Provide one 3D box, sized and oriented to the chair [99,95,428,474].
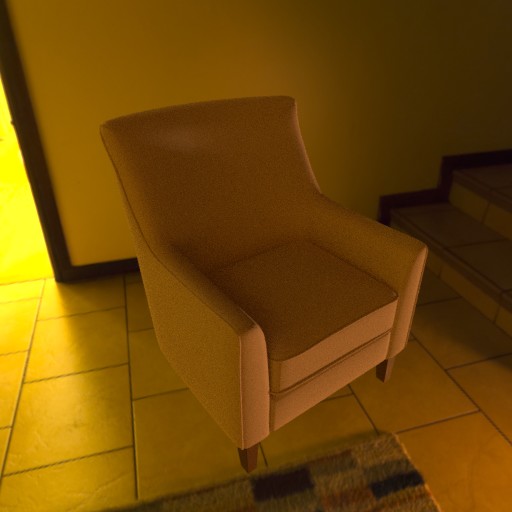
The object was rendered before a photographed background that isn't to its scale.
[{"bbox_3d":[0.000,0.000,1.551,0.756,0.916,0.879,-20,36,-31],"label":"chair"}]
